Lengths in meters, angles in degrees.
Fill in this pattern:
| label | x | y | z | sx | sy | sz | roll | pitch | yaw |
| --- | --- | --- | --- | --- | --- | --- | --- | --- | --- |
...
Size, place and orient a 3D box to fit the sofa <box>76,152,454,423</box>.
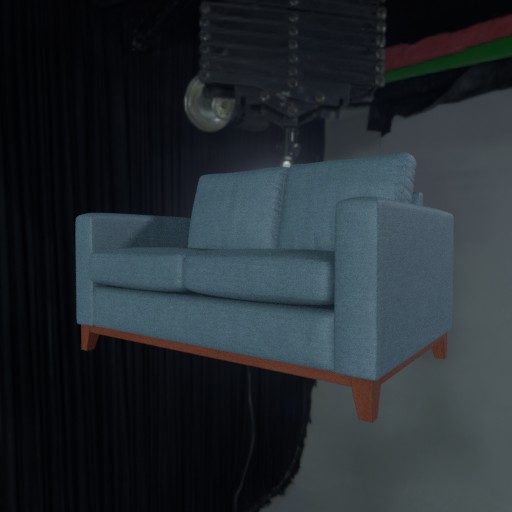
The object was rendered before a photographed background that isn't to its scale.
| label | x | y | z | sx | sy | sz | roll | pitch | yaw |
| --- | --- | --- | --- | --- | --- | --- | --- | --- | --- |
| sofa | 0.000 | 0.000 | 2.022 | 1.489 | 0.903 | 0.955 | 1 | 2 | 36 |
